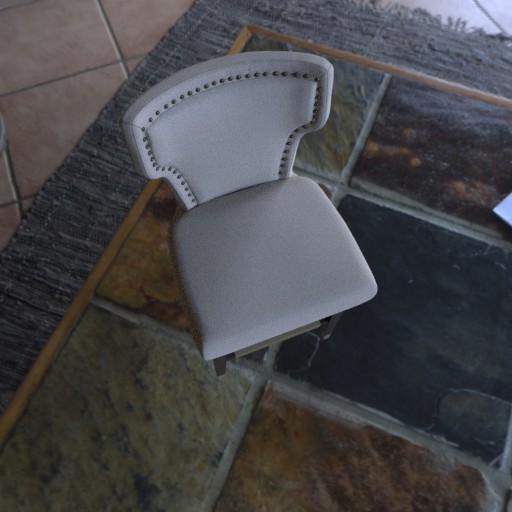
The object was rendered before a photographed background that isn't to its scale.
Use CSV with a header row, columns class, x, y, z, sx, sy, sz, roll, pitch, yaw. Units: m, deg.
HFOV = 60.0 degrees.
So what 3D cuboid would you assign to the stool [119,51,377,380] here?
class,x,y,z,sx,sy,sz,roll,pitch,yaw
stool,0.000,0.000,1.408,0.526,1.092,0.563,-19,66,-9
